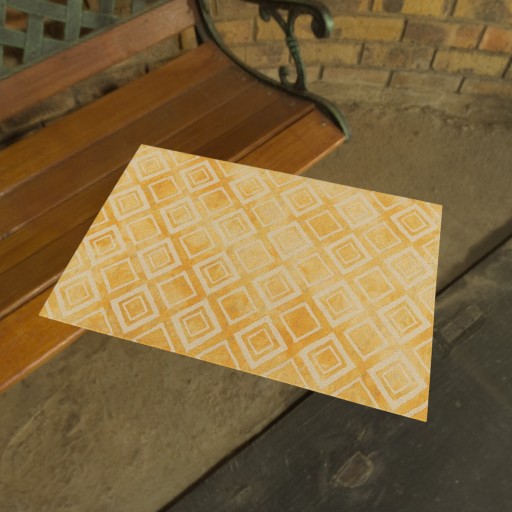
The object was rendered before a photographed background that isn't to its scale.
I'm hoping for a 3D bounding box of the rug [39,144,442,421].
[{"bbox_3d":[0.000,0.000,2.304,1.829,0.010,1.213,13,58,8],"label":"rug"}]
